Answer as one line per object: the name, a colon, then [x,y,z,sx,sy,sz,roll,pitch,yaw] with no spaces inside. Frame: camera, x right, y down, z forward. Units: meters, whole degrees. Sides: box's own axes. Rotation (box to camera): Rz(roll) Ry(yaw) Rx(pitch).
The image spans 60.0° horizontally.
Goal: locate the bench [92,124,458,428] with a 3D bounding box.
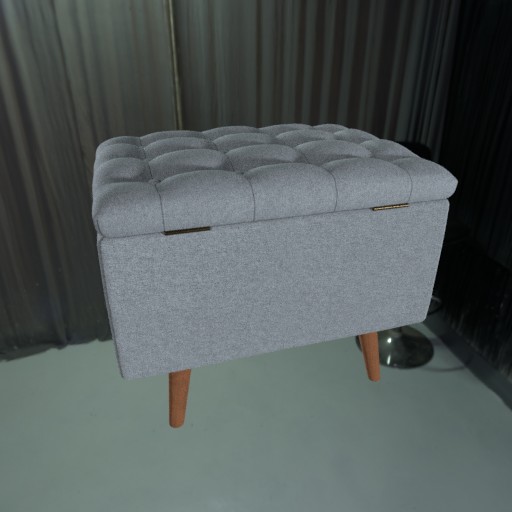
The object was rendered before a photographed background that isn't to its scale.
bench: [0.000,0.000,0.906,0.572,0.469,0.417,-8,28,-15]
